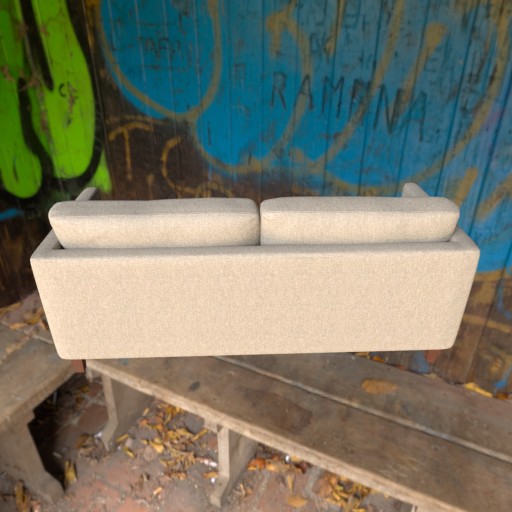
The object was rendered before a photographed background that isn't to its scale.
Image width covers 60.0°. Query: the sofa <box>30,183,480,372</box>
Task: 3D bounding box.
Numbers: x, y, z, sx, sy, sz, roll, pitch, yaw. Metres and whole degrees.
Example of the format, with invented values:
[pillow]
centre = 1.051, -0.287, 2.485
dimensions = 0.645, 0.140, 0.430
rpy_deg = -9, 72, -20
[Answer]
[sofa]
centre = 0.000, 0.000, 2.663
dimensions = 2.208, 0.963, 0.956
rpy_deg = -1, 30, -2
